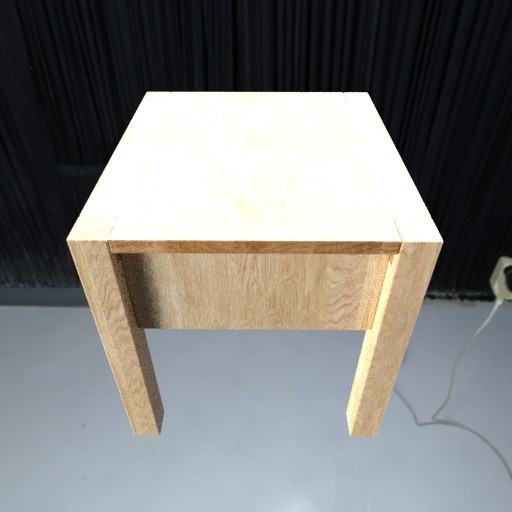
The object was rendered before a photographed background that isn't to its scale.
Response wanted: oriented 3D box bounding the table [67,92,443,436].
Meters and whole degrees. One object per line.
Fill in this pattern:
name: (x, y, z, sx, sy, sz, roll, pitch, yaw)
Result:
table: (0.000, 0.000, 0.843, 0.440, 0.450, 0.480, 0, 40, 0)
